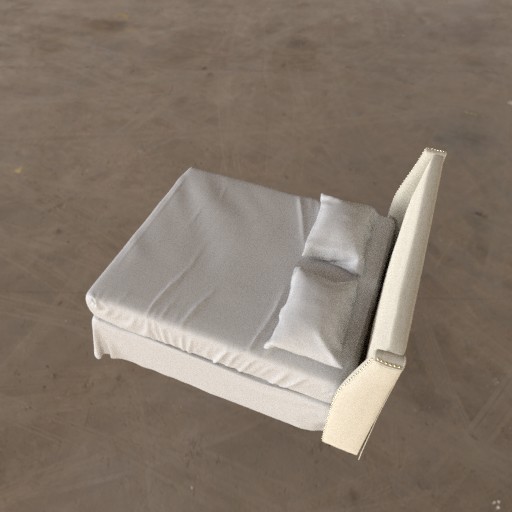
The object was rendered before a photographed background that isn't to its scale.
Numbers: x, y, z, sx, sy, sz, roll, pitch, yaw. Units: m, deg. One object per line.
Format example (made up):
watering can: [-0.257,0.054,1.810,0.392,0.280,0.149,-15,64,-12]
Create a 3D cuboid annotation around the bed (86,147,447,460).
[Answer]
bed: [0.000,0.000,3.417,2.276,1.332,1.925,17,50,14]
